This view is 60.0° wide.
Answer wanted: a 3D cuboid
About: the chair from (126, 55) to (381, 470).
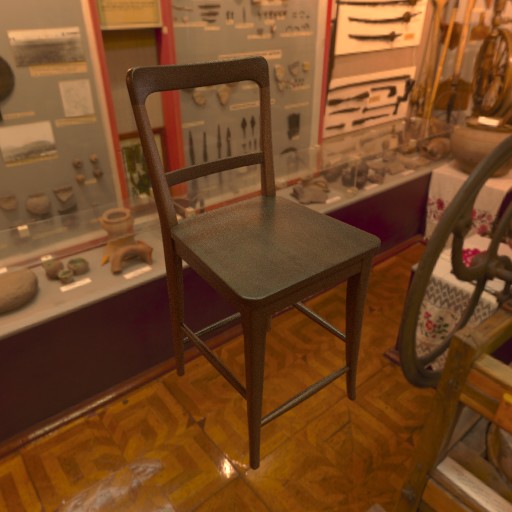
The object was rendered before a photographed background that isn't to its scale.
[{"bbox_3d":[0.000,0.000,1.277,0.450,0.991,0.546,-21,37,-31],"label":"chair"}]
